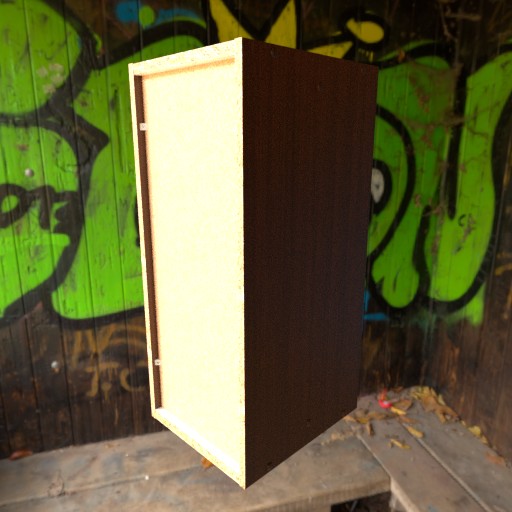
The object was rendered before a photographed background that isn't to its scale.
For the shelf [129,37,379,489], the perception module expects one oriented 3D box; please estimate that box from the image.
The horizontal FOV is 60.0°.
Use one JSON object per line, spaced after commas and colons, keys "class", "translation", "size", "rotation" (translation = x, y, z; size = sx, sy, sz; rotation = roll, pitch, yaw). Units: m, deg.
{"class": "shelf", "translation": [0.000, 0.000, 0.751], "size": [0.290, 0.600, 0.253], "rotation": [-14, 20, -43]}
